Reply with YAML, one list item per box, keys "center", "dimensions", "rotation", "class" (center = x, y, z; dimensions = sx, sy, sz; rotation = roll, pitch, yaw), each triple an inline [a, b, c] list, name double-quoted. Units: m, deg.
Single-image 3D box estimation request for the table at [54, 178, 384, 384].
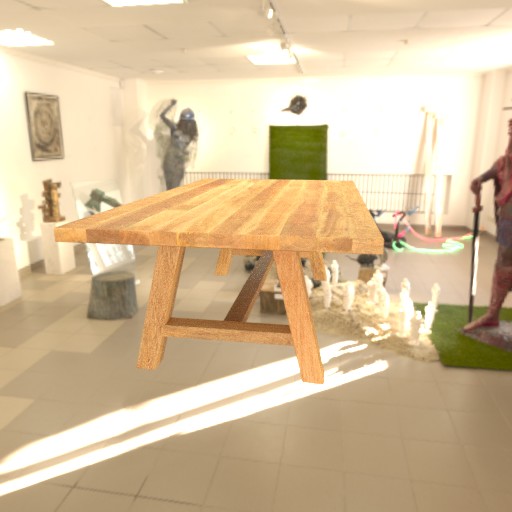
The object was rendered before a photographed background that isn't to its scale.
- center: [0.000, 0.000, 1.680]
  dimensions: [0.760, 0.455, 1.320]
  rotation: [2, 15, 9]
  class: "table"
